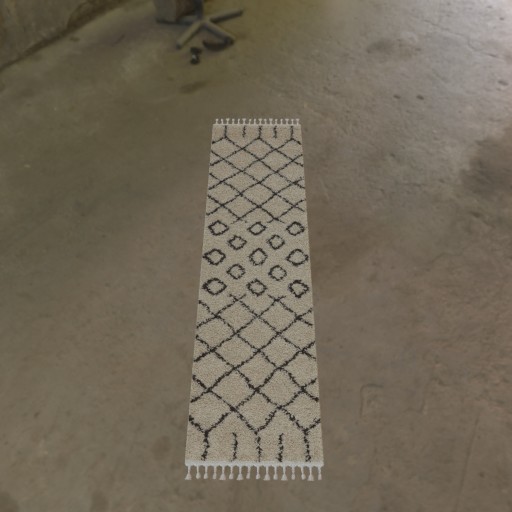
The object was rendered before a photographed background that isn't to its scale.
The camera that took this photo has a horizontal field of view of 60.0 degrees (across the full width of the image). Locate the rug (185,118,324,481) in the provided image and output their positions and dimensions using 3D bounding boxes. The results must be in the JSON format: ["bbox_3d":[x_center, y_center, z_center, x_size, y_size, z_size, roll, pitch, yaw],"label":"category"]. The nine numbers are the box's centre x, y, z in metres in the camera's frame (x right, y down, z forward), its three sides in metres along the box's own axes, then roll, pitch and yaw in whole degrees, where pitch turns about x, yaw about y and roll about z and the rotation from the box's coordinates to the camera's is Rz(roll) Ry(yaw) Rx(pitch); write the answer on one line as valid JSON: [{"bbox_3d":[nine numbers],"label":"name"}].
[{"bbox_3d":[0.000,0.000,2.718,0.660,0.005,2.464,0,58,0],"label":"rug"}]
